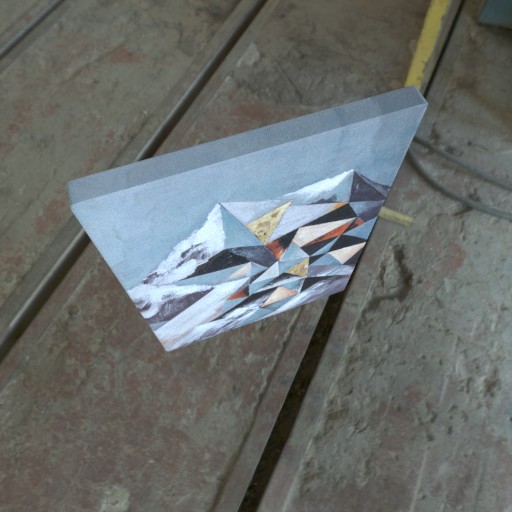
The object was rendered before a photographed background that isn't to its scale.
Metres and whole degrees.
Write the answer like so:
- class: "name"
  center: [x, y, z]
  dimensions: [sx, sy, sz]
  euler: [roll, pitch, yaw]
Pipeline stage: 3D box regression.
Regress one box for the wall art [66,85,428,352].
- class: "wall art"
  center: [0.000, 0.000, 0.806]
  dimensions: [0.455, 0.613, 0.037]
  euler: [-18, 64, -9]
